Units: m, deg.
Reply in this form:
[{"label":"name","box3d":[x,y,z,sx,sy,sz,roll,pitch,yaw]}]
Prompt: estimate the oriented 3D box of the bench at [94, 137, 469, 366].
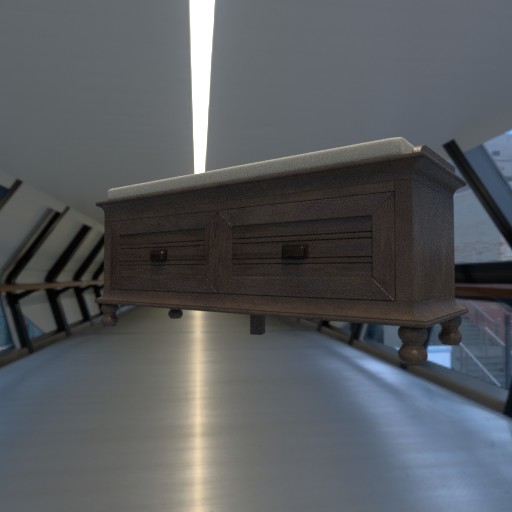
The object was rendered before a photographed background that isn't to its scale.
[{"label":"bench","box3d":[0.000,0.000,1.438,1.185,0.501,0.402,-1,-2,37]}]
